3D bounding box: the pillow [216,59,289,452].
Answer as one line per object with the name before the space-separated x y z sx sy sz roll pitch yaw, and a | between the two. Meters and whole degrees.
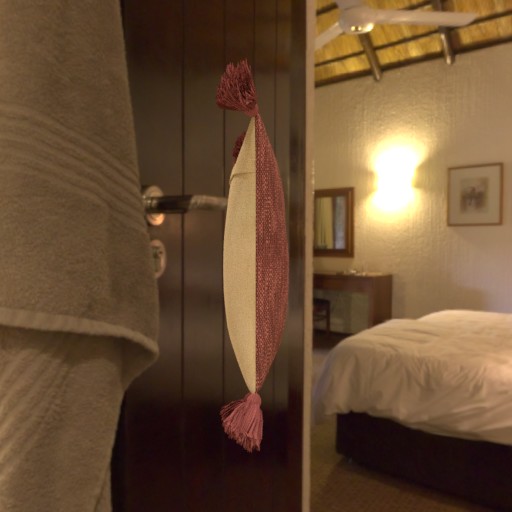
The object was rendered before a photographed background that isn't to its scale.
pillow | 0.000 0.000 0.969 0.138 0.659 0.641 0 1 0
